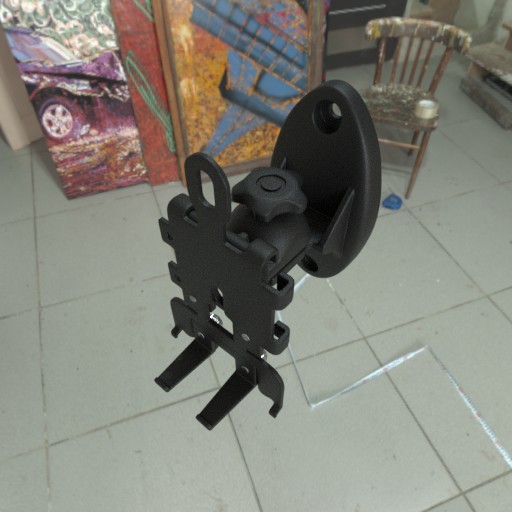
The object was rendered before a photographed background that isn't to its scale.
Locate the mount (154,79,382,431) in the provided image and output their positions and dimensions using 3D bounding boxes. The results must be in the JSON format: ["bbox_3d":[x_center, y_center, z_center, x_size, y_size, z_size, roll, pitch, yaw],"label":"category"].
[{"bbox_3d":[0.000,0.000,0.177,0.066,0.118,0.100,32,55,26],"label":"mount"}]
